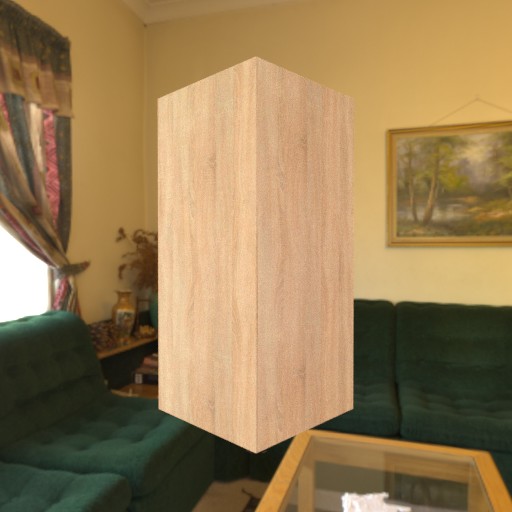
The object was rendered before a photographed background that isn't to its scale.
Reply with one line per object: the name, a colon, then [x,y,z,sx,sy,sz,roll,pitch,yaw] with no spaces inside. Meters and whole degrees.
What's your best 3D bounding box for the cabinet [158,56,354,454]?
cabinet: [0.000,0.000,2.897,1.327,2.120,1.094,0,1,0]
